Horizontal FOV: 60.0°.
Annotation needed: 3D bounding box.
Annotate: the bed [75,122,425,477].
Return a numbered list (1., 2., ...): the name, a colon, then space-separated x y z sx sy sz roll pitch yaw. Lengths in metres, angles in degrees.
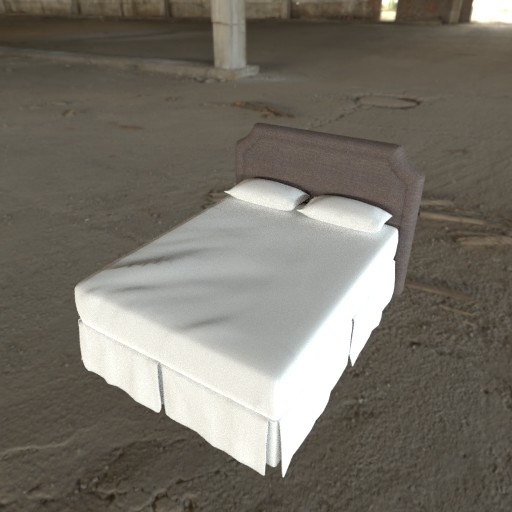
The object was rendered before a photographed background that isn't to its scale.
1. bed: 0.000 0.000 3.159 1.693 1.290 2.116 18 35 27
